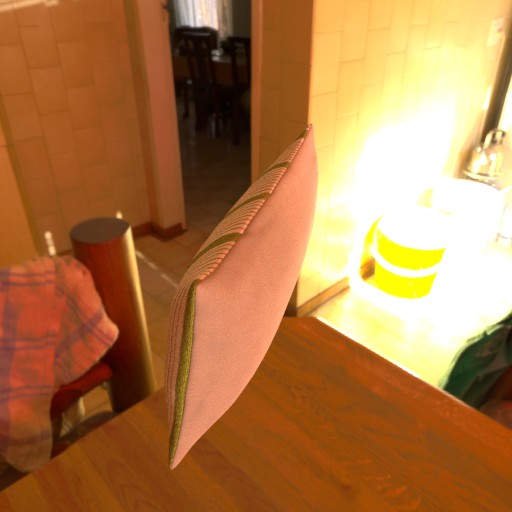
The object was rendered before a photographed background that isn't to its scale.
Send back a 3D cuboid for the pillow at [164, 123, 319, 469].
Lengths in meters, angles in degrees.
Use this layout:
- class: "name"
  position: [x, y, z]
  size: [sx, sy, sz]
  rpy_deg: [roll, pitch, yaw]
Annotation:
- class: "pillow"
  position: [0.000, 0.000, 0.729]
  size: [0.156, 0.292, 0.608]
  rpy_deg: [8, 31, 14]
